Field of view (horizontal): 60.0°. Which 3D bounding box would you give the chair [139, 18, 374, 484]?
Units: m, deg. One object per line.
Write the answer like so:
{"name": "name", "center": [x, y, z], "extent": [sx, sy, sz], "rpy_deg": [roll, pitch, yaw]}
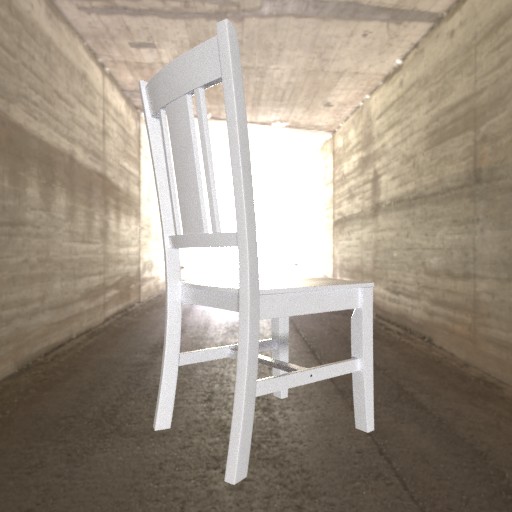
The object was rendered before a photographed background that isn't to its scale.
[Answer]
{"name": "chair", "center": [0.000, 0.000, 1.260], "extent": [0.555, 0.998, 0.450], "rpy_deg": [0, 1, -38]}
